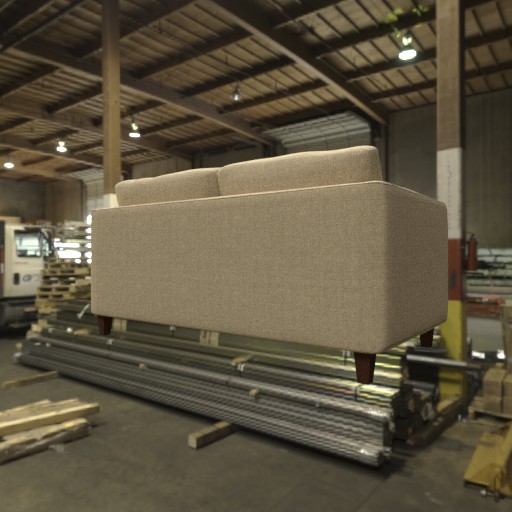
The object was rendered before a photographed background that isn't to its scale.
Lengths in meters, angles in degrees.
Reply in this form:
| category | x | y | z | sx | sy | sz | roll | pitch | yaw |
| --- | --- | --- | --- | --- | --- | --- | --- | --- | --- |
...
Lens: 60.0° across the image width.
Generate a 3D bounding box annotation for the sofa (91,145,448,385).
| category | x | y | z | sx | sy | sz | roll | pitch | yaw |
| --- | --- | --- | --- | --- | --- | --- | --- | --- | --- |
| sofa | 0.000 | 0.000 | 2.530 | 1.884 | 0.963 | 0.950 | 0 | 1 | 37 |
